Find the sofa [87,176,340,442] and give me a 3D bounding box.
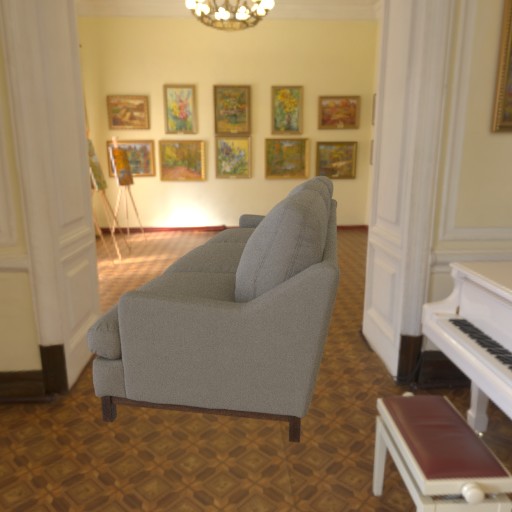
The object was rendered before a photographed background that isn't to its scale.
[{"bbox_3d":[0.000,0.000,2.755,0.987,0.926,2.344,2,13,10],"label":"sofa"}]
